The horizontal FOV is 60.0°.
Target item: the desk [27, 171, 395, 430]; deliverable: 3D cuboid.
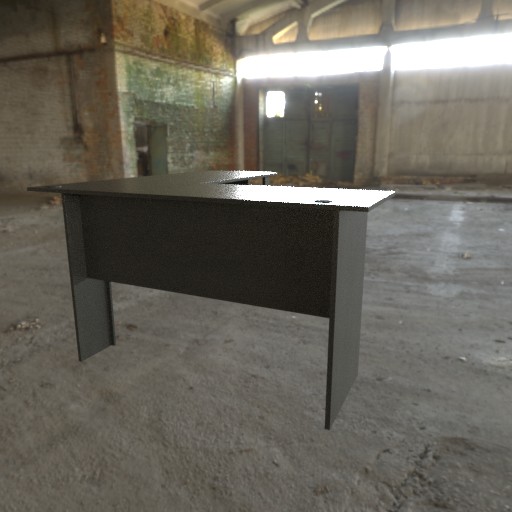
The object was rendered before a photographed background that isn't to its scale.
[{"bbox_3d":[0.000,0.000,2.112,1.303,0.716,1.361,7,15,25],"label":"desk"}]
